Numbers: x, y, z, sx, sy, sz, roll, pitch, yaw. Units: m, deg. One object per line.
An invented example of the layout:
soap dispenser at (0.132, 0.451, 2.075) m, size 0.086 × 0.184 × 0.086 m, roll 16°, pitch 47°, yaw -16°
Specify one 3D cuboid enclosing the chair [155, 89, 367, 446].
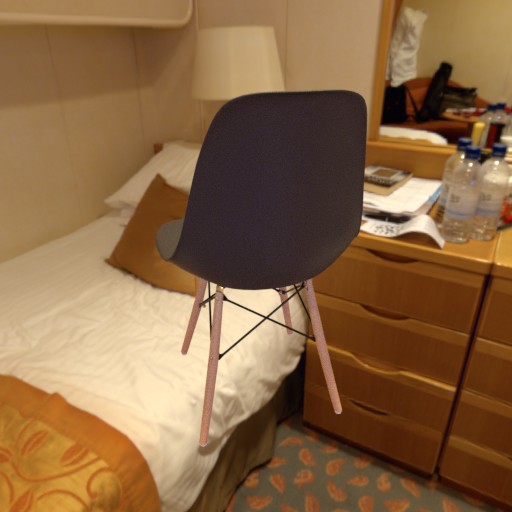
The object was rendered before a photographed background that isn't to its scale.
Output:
chair at (0.000, 0.000, 1.097) m, size 0.470 × 0.825 × 0.533 m, roll -8°, pitch 28°, yaw -15°
